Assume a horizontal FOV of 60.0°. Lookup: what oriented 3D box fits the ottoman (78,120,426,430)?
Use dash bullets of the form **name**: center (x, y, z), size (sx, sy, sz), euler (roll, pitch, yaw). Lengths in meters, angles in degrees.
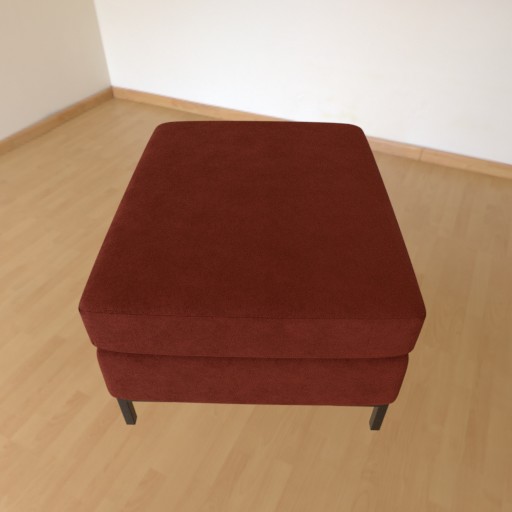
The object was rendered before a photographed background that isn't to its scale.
- **ottoman**: center (0.000, 0.000, 1.194), size (0.650, 0.462, 0.782), euler (1, 41, 1)
